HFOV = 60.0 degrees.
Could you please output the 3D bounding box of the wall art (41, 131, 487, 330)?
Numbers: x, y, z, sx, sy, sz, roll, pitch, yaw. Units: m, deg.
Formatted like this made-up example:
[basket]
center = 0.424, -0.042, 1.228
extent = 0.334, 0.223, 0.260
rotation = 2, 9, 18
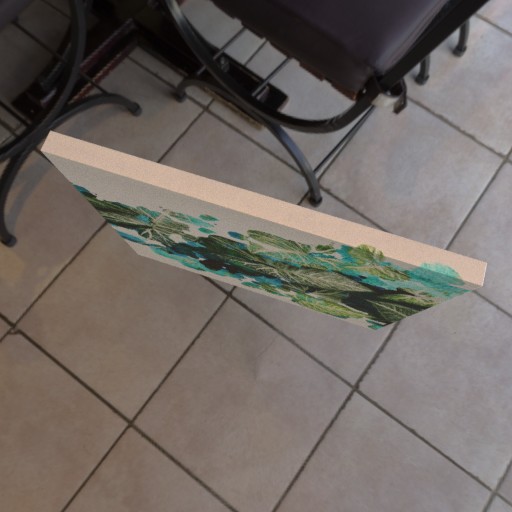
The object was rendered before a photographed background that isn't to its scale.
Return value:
[wall art]
center = 0.000, 0.000, 0.976
extent = 0.711, 0.610, 0.043
rotation = 17, 75, 5
